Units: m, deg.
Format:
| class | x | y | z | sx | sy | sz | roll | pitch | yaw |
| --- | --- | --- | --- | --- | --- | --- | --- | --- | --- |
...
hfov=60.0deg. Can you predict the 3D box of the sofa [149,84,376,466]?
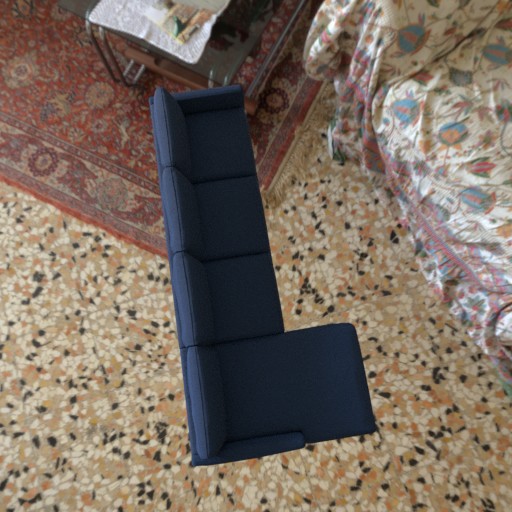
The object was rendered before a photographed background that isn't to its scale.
| class | x | y | z | sx | sy | sz | roll | pitch | yaw |
| --- | --- | --- | --- | --- | --- | --- | --- | --- | --- |
| sofa | 0.000 | 0.000 | 2.970 | 1.128 | 0.679 | 2.450 | -9 | 76 | -2 |
